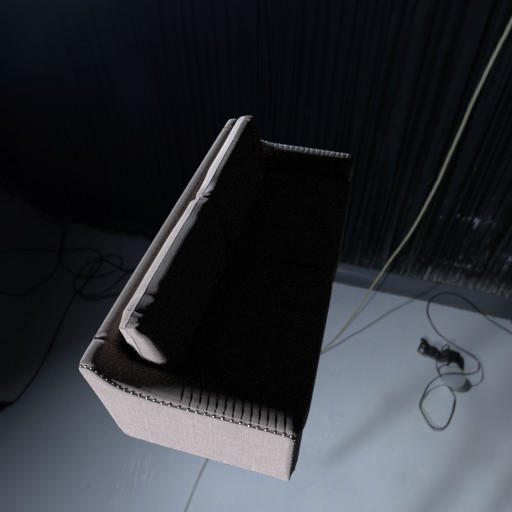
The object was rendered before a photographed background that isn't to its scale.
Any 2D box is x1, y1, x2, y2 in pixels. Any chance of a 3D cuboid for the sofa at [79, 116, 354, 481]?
[{"bbox_3d":[0.000,0.000,2.738,1.000,0.857,2.208,11,46,10],"label":"sofa"}]
